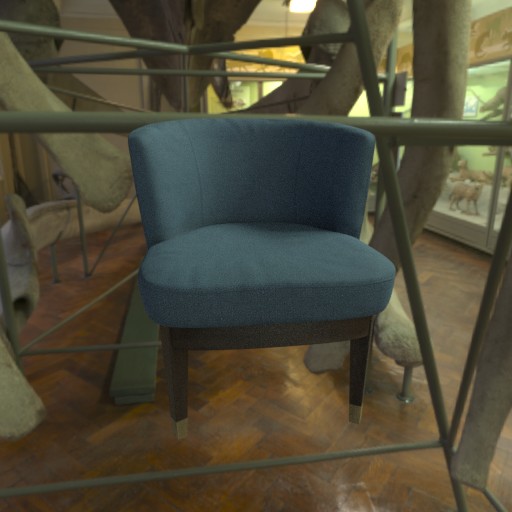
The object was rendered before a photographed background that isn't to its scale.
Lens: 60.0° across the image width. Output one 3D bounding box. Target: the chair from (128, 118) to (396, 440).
[{"bbox_3d":[0.000,0.000,1.265,0.661,0.760,0.702,-2,17,-7],"label":"chair"}]
